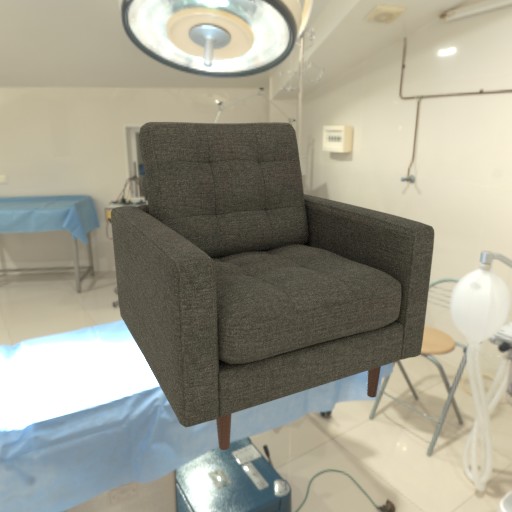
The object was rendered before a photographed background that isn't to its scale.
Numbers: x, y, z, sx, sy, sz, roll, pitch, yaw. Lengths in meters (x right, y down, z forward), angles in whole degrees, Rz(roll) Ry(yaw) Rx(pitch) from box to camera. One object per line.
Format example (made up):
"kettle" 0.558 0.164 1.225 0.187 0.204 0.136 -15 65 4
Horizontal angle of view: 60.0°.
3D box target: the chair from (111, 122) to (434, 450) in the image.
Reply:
"chair" 0.000 0.000 1.518 0.821 0.880 0.843 -8 18 -26
